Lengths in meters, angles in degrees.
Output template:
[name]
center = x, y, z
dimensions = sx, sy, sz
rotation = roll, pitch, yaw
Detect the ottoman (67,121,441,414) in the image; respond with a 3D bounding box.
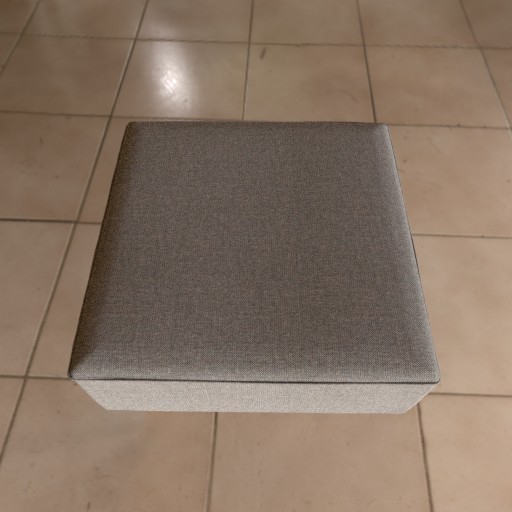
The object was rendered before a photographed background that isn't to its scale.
[ottoman]
center = 0.000, 0.000, 1.577
dimensions = 1.023, 0.423, 1.017
rotation = 1, 58, 1
